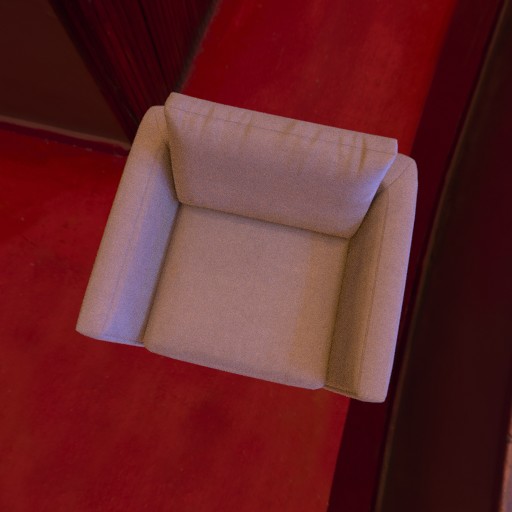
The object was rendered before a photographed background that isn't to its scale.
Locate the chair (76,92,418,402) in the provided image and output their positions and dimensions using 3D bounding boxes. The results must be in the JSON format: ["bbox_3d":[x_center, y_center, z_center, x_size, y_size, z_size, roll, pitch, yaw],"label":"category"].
[{"bbox_3d":[0.000,0.000,1.700,1.041,0.864,0.889,12,77,3],"label":"chair"}]
